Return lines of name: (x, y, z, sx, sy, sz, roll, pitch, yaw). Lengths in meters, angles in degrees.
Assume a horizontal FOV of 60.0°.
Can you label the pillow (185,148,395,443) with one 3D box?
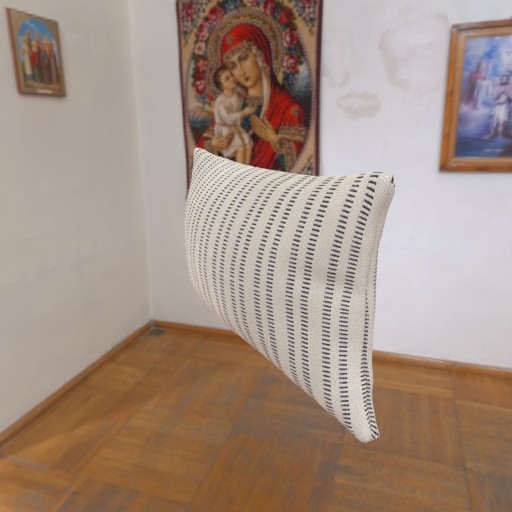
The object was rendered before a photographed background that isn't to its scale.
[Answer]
pillow: (0.000, 0.000, 0.797, 0.210, 0.353, 0.640, -8, 18, -26)
